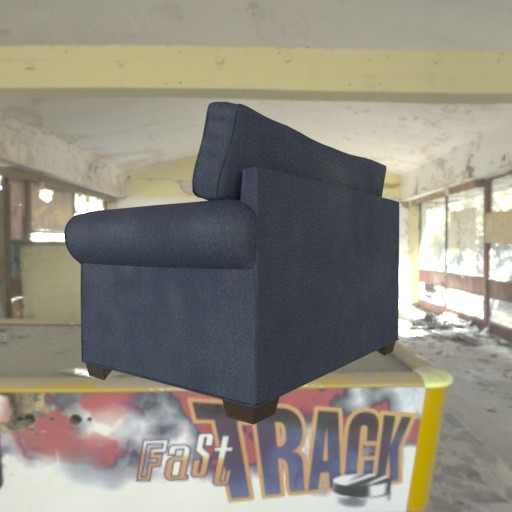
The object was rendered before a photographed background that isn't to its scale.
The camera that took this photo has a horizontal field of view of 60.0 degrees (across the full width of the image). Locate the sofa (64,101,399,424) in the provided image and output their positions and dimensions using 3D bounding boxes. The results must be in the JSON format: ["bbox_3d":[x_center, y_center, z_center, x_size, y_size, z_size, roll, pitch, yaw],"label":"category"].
[{"bbox_3d":[0.000,0.000,2.082,0.938,1.004,1.405,1,1,37],"label":"sofa"}]
